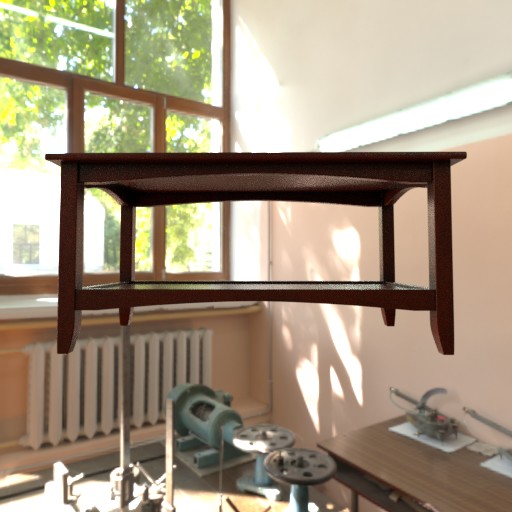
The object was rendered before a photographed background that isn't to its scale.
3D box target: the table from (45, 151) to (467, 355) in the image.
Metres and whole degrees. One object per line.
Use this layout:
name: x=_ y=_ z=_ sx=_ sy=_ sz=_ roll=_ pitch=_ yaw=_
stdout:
table: x=0.000 y=0.000 z=1.250 sx=0.943 sy=0.456 sz=0.533 roll=0 pitch=-1 yaw=1
